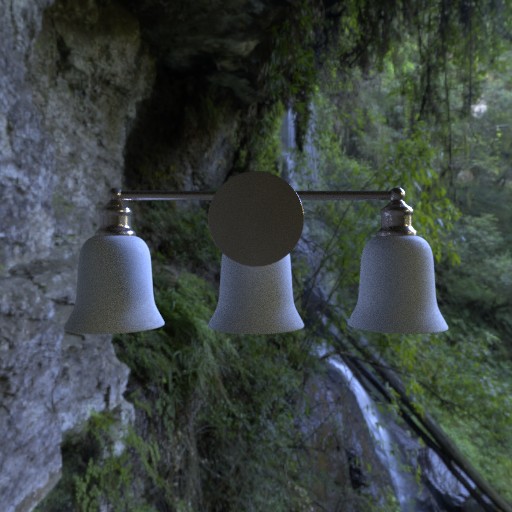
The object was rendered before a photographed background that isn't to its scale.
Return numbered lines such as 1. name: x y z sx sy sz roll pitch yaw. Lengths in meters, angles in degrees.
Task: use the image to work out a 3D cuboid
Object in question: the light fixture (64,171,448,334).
1. light fixture: 0.000 0.000 0.644 0.570 0.211 0.198 0 1 0
